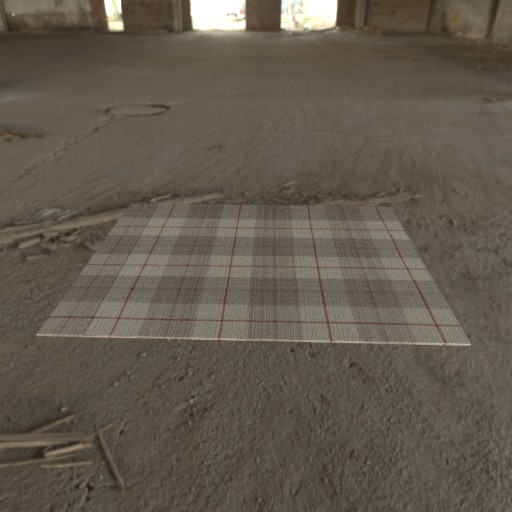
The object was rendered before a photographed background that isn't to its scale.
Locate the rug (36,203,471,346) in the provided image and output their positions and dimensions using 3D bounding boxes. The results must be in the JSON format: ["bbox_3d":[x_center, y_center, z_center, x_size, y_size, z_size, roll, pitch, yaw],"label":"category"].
[{"bbox_3d":[0.000,0.000,4.024,2.959,0.016,2.317,1,30,2],"label":"rug"}]
